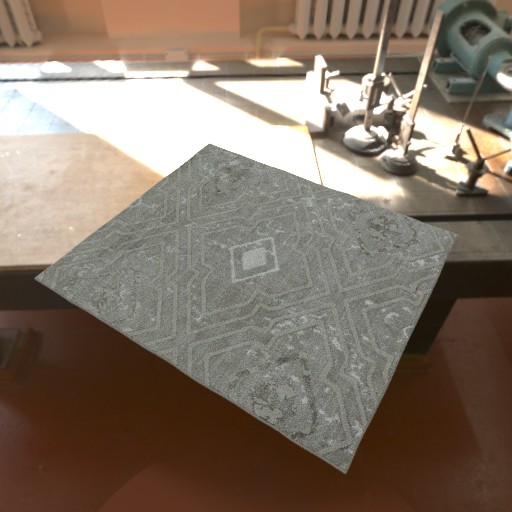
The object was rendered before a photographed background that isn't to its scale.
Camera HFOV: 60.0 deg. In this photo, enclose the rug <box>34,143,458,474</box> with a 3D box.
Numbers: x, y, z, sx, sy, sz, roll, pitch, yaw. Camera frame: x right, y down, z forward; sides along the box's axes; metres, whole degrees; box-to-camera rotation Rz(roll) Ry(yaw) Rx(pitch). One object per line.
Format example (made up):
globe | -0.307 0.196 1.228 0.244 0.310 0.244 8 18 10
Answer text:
rug | 0.000 0.000 0.870 0.639 0.006 0.548 25 52 22
